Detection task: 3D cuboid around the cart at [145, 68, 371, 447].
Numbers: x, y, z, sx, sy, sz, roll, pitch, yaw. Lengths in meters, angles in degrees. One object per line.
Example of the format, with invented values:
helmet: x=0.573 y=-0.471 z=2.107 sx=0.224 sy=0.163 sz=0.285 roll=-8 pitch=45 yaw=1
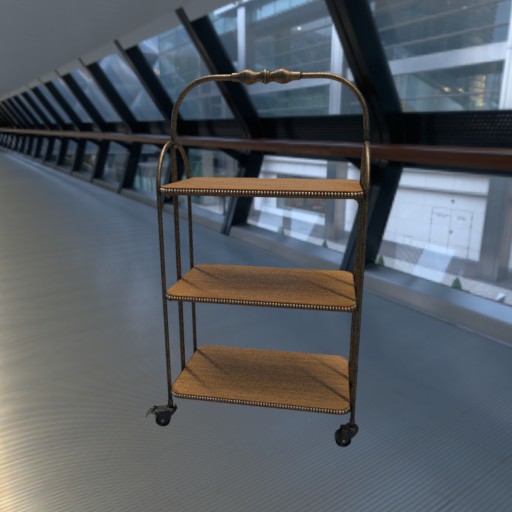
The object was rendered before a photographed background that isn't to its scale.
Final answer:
cart: x=0.000 y=0.000 z=1.341 sx=0.650 sy=1.052 sz=0.330 roll=3 pitch=15 yaw=10
